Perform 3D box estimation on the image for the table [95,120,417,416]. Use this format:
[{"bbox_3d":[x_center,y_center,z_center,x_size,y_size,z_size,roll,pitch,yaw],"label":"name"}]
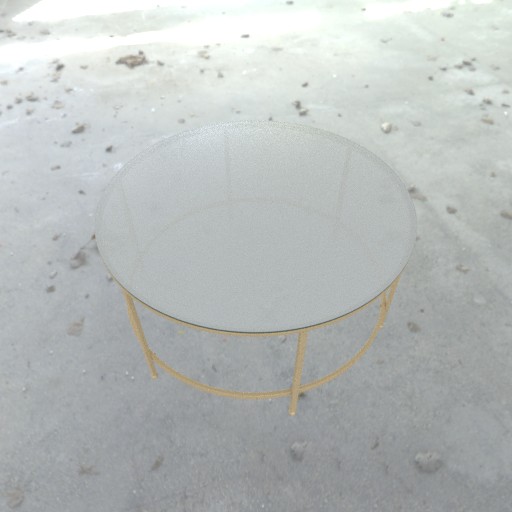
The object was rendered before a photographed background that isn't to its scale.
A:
[{"bbox_3d":[0.000,0.000,1.464,0.914,0.470,0.914,0,47,0],"label":"table"}]
